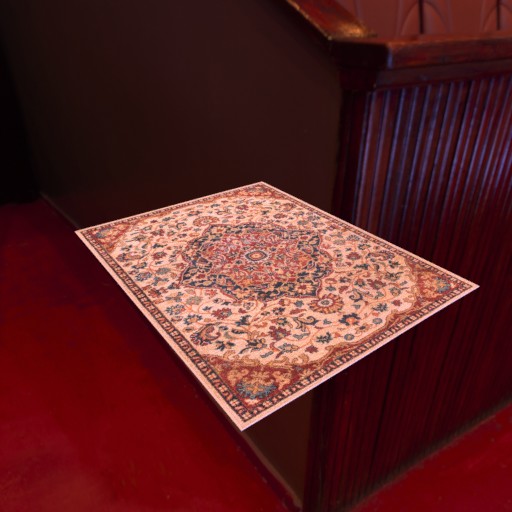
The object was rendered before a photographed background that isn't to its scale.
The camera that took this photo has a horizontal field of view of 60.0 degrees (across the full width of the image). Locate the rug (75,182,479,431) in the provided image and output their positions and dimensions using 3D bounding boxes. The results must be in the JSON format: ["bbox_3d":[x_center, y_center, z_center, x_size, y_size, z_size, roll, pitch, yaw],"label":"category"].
[{"bbox_3d":[0.000,0.000,4.197,2.454,0.005,3.067,-20,36,-31],"label":"rug"}]
